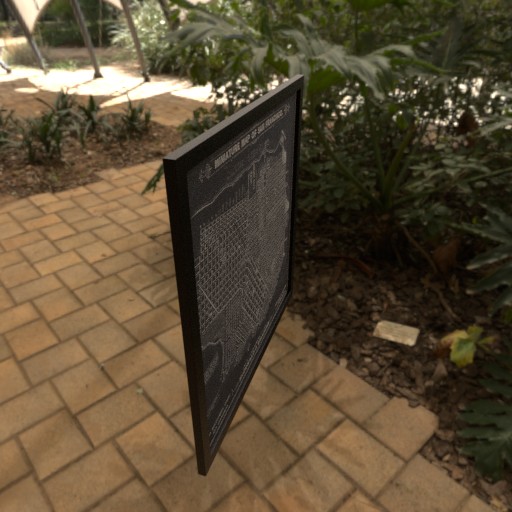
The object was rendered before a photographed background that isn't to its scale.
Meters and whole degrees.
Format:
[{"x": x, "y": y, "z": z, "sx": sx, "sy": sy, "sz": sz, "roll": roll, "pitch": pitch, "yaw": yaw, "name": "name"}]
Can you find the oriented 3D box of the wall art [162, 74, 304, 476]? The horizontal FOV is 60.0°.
[{"x": 0.000, "y": 0.000, "z": 0.687, "sx": 0.012, "sy": 0.458, "sz": 0.457, "roll": 10, "pitch": 33, "yaw": 16, "name": "wall art"}]
